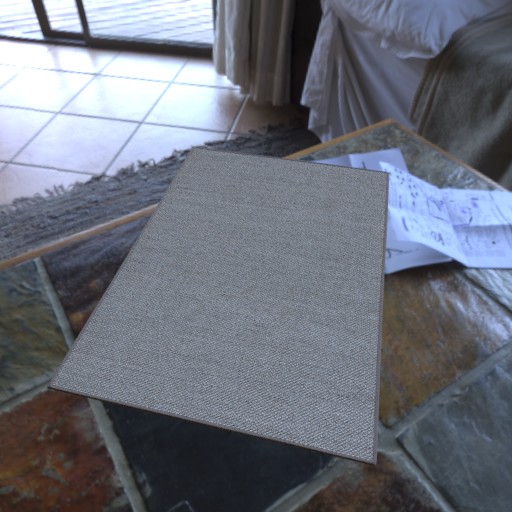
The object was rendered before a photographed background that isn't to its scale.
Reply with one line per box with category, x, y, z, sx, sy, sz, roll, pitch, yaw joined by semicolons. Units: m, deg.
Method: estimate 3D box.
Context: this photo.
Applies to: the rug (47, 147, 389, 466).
rug;0.000;0.000;2.657;1.517;0.013;2.115;10;47;9
